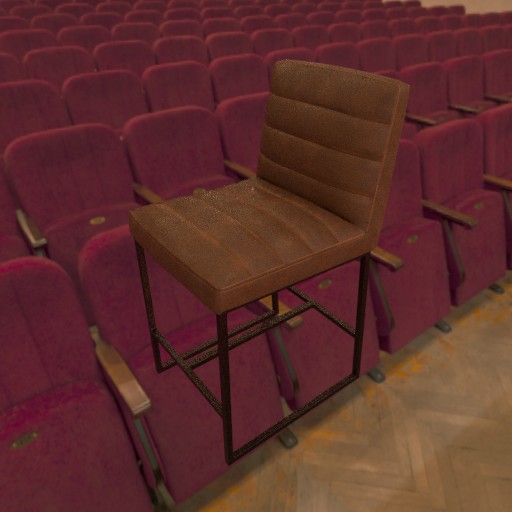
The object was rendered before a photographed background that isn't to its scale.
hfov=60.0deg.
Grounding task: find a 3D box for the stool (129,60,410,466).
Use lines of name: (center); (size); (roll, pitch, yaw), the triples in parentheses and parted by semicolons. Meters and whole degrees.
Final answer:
stool: (0.000, 0.000, 1.242); (0.562, 0.942, 0.463); (-22, 38, -31)
